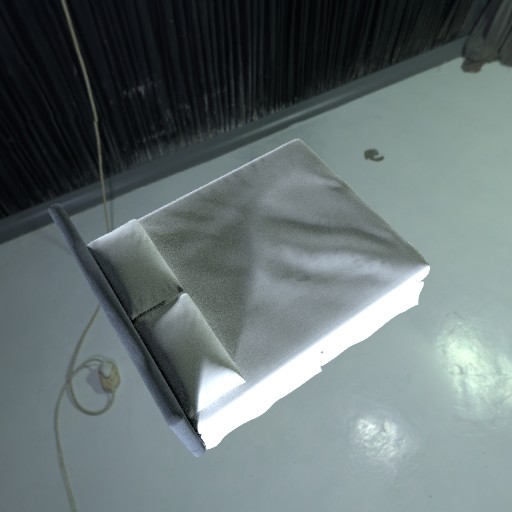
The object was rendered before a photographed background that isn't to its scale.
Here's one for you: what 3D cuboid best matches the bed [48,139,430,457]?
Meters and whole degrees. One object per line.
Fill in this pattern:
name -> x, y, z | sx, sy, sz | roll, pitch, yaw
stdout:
bed -> 0.000, 0.000, 4.059 | 2.689, 1.457, 2.161 | -31, 64, -17
